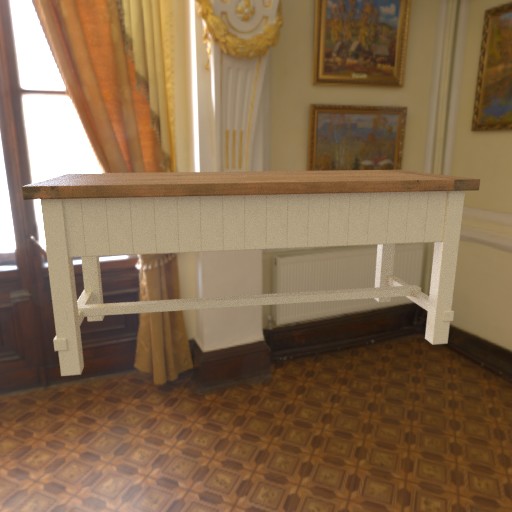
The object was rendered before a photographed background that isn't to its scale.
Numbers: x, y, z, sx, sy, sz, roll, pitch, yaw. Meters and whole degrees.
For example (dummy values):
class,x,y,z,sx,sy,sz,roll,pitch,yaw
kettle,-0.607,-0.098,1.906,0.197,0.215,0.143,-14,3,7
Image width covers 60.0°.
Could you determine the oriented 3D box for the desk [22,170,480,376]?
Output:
class,x,y,z,sx,sy,sz,roll,pitch,yaw
desk,0.000,0.000,2.143,1.803,0.762,0.688,-3,15,-10
